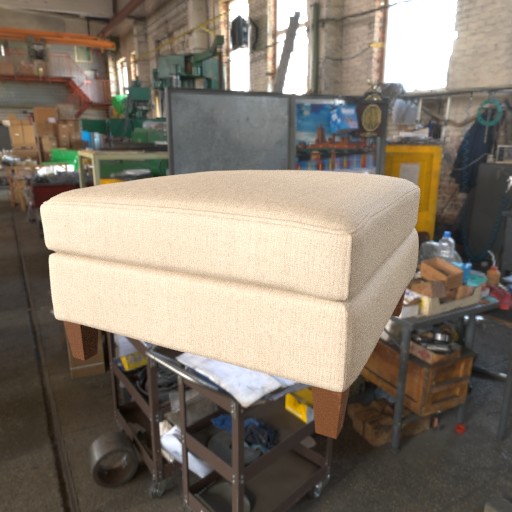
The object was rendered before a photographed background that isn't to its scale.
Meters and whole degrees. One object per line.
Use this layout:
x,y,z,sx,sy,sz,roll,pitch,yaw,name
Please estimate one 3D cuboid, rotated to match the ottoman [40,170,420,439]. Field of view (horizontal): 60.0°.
0.000,0.000,1.337,0.838,0.503,0.838,8,17,26,ottoman
